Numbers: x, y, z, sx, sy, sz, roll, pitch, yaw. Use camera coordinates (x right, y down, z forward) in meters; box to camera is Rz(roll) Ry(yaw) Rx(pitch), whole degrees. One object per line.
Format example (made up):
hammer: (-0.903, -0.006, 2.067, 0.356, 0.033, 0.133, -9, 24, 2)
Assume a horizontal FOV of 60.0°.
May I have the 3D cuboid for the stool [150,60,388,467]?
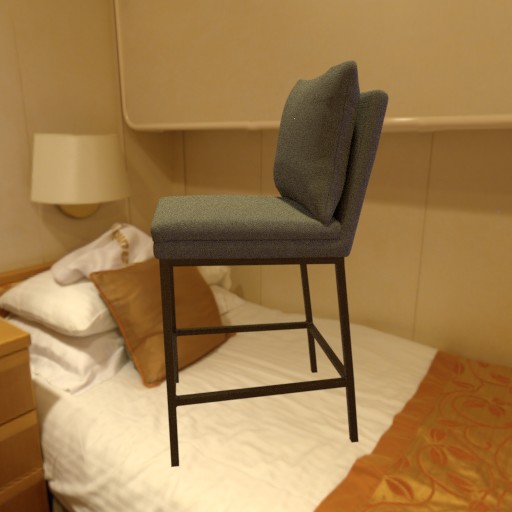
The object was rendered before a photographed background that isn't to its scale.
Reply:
stool: (0.000, 0.000, 1.310, 0.569, 1.031, 0.463, -3, 15, -9)
